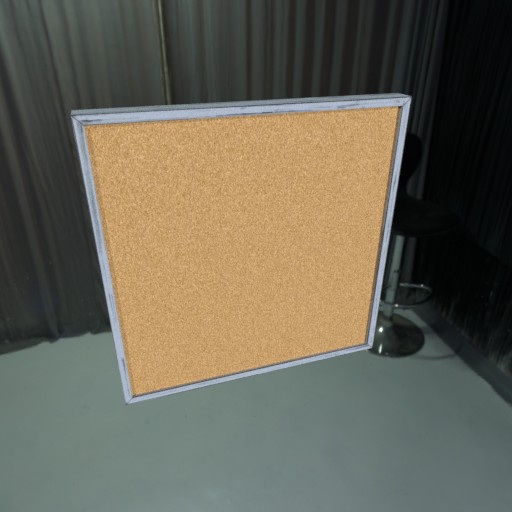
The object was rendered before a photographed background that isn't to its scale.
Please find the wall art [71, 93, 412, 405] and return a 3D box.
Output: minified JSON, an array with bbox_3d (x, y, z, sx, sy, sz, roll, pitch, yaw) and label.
[{"bbox_3d":[0.000,0.000,0.764,0.506,0.506,0.038,-9,29,-16],"label":"wall art"}]
